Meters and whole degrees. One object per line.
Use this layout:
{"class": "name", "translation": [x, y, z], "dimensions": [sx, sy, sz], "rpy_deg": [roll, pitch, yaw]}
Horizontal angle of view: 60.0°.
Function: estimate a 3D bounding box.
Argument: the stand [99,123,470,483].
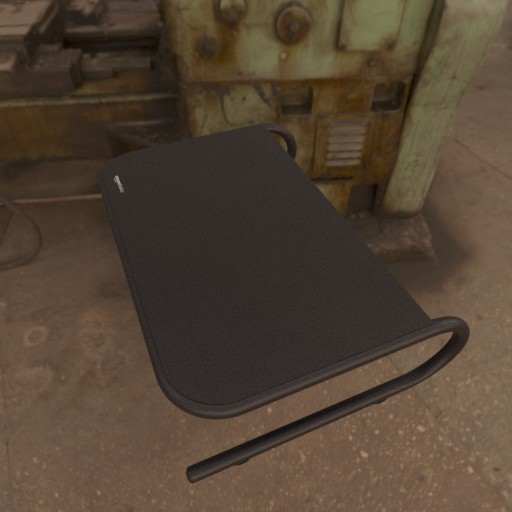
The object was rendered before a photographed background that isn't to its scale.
{"class": "stand", "translation": [0.000, 0.000, 0.497], "dimensions": [0.280, 0.108, 0.370], "rpy_deg": [-17, 48, -16]}
